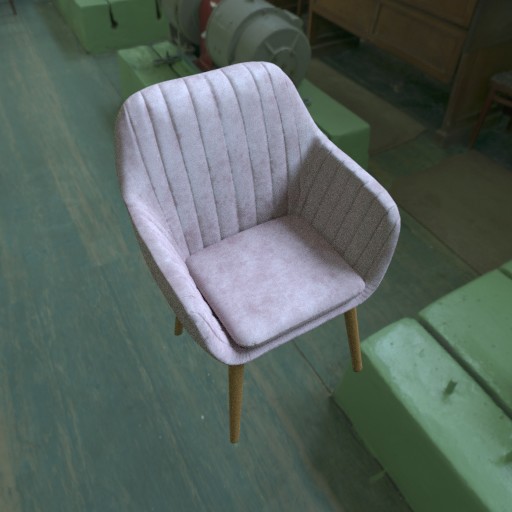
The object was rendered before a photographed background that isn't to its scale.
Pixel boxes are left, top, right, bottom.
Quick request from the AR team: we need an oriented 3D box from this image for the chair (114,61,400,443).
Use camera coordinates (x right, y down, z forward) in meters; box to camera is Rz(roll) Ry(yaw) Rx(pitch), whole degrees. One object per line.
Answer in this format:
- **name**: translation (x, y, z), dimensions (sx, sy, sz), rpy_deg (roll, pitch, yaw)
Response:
- **chair**: translation (0.000, 0.000, 1.247), dimensions (0.610, 0.832, 0.570), rpy_deg (-23, 51, -20)
